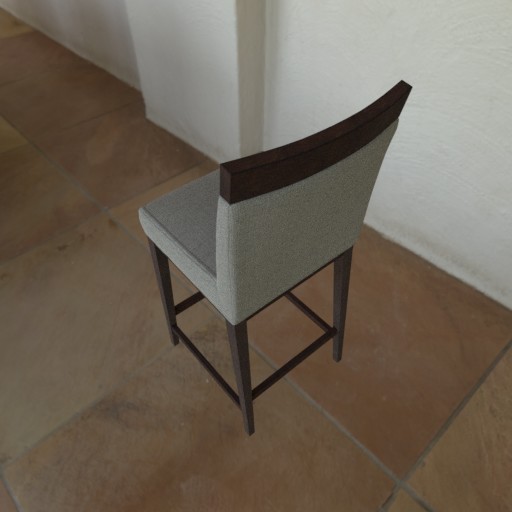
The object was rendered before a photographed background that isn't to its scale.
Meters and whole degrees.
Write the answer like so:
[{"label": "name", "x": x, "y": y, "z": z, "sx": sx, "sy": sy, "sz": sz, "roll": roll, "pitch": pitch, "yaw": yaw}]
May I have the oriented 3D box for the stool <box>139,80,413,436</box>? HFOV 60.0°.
[{"label": "stool", "x": 0.000, "y": 0.000, "z": 1.383, "sx": 0.511, "sy": 1.117, "sz": 0.531, "roll": -31, "pitch": 54, "yaw": -27}]
